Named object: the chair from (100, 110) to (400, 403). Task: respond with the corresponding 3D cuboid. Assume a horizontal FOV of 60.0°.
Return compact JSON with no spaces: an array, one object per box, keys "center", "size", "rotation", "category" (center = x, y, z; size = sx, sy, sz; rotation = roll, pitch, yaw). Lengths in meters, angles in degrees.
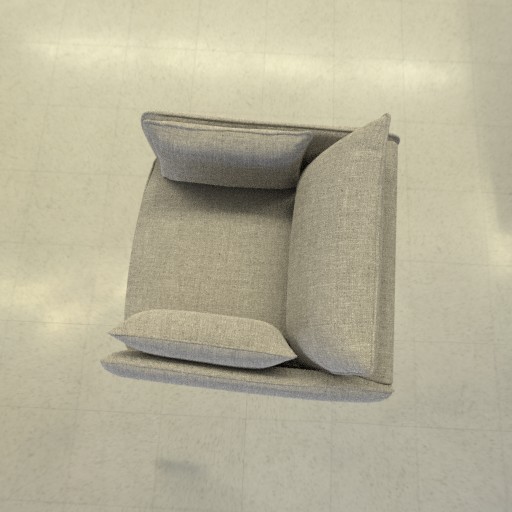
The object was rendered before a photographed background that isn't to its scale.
[{"center":[0.000,0.000,1.681],"size":[0.976,0.839,0.993],"rotation":[5,76,1],"category":"chair"}]
